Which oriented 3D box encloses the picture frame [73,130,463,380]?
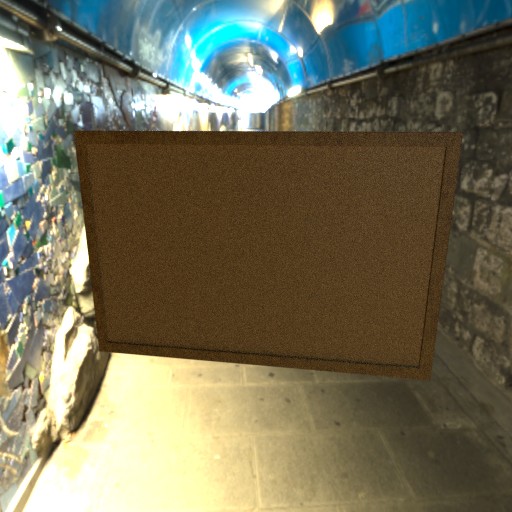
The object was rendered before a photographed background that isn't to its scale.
[{"bbox_3d":[0.000,0.000,1.144,0.922,0.621,0.029,3,17,9],"label":"picture frame"}]
